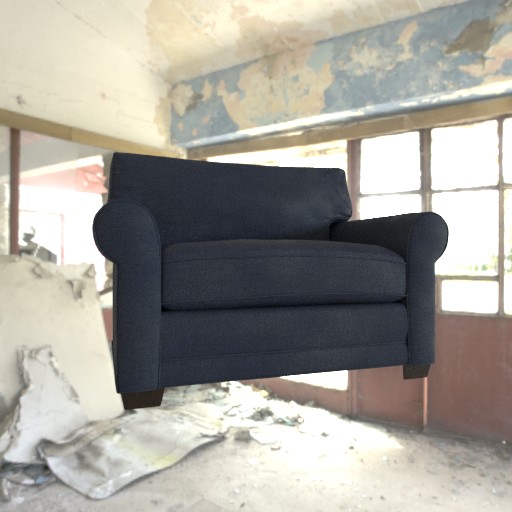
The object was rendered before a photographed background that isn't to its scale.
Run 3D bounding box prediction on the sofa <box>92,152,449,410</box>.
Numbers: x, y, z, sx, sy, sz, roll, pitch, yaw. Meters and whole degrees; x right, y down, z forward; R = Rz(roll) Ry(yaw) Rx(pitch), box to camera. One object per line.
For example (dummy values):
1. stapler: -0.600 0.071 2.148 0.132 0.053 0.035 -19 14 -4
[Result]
1. sofa: 0.000 0.000 2.041 1.405 1.004 0.938 0 0 -19
